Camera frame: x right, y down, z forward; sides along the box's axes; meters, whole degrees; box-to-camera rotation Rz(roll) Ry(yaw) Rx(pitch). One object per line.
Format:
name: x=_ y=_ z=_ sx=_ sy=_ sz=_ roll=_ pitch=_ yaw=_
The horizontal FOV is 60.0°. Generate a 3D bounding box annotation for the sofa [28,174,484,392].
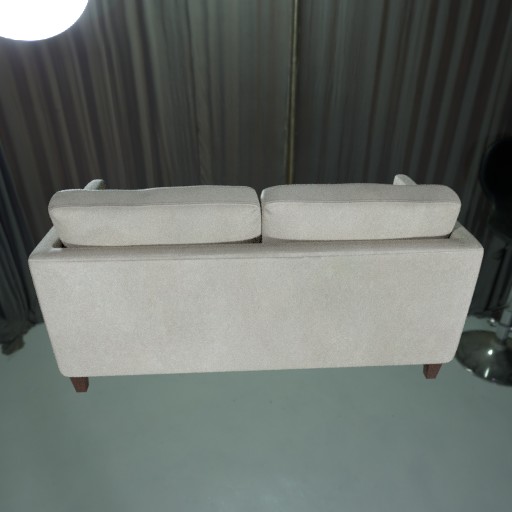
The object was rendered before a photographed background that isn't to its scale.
sofa: x=0.000 y=0.000 z=2.275 sx=1.846 sy=0.940 sz=0.950 roll=-1 pitch=29 yaw=-3
